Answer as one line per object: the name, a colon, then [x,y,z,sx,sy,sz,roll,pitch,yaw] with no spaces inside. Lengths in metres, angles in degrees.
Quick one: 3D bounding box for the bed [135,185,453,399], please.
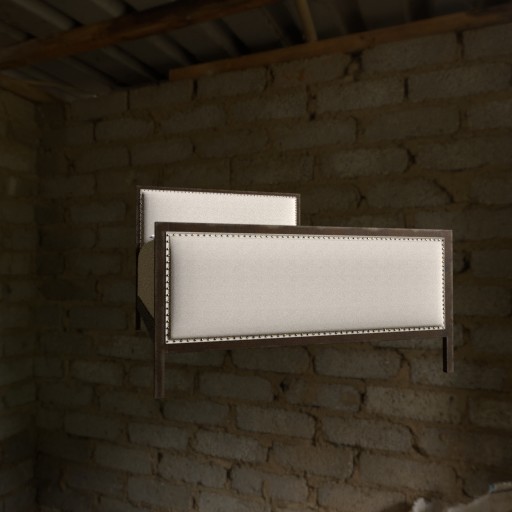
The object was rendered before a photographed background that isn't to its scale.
bed: [0.000,0.000,3.226,1.607,1.313,2.221,0,-1,-17]
